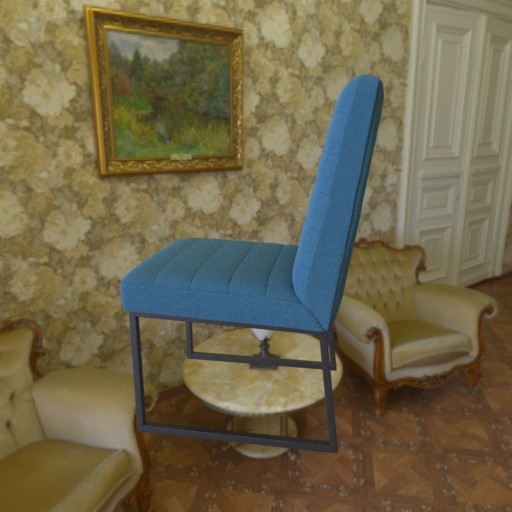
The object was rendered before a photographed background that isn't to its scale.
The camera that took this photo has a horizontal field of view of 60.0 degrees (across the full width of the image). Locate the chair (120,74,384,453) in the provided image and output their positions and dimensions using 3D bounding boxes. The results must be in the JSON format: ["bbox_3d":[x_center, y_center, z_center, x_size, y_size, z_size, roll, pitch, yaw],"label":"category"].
[{"bbox_3d":[0.000,0.000,1.306,0.634,0.930,0.520,2,14,9],"label":"chair"}]
